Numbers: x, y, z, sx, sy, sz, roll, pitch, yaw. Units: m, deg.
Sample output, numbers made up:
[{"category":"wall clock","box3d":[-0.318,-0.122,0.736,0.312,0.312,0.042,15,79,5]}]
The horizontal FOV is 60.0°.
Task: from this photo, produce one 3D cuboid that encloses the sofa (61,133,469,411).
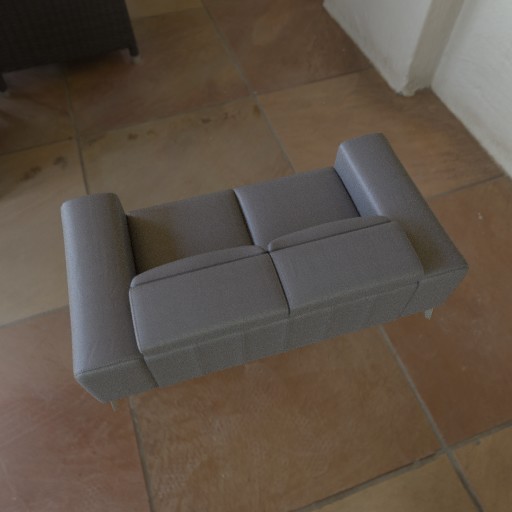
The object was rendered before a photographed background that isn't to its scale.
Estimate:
[{"category":"sofa","box3d":[0.000,0.000,2.447,1.930,0.753,1.024,-14,59,-9]}]
